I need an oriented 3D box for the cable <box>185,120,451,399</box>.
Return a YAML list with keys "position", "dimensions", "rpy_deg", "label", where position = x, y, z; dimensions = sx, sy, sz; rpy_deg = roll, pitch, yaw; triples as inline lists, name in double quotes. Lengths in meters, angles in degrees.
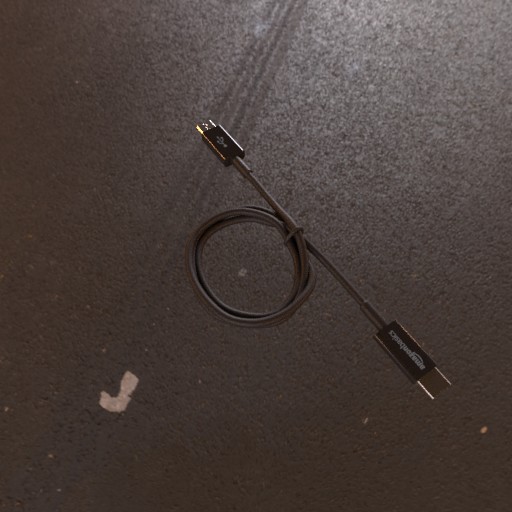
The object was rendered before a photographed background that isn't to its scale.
- position: [0.000, 0.000, 0.214]
  dimensions: [0.070, 0.014, 0.192]
  rpy_deg: [-30, 63, -17]
  label: "cable"
